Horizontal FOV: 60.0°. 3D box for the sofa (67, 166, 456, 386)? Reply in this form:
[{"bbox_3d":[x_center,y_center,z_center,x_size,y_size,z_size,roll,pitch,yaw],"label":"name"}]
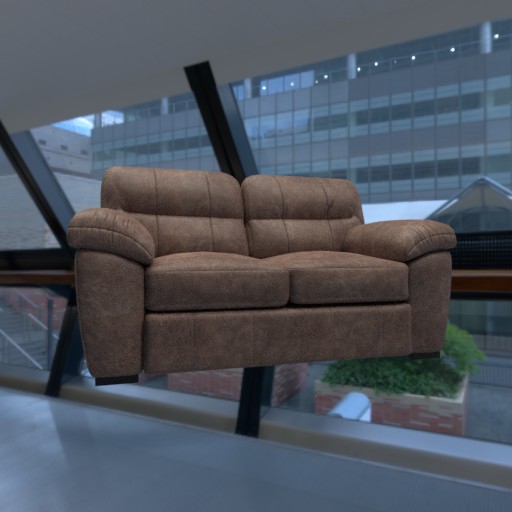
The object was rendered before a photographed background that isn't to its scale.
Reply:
[{"bbox_3d":[0.000,0.000,2.328,1.753,0.991,0.991,0,0,-17],"label":"sofa"}]
